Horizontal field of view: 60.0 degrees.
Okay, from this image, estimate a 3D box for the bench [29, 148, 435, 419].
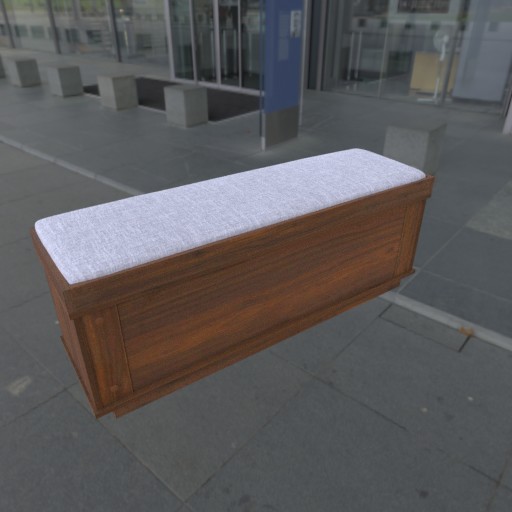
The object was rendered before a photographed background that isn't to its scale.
[{"bbox_3d":[0.000,0.000,1.419,1.196,0.468,0.367,-19,35,-29],"label":"bench"}]
